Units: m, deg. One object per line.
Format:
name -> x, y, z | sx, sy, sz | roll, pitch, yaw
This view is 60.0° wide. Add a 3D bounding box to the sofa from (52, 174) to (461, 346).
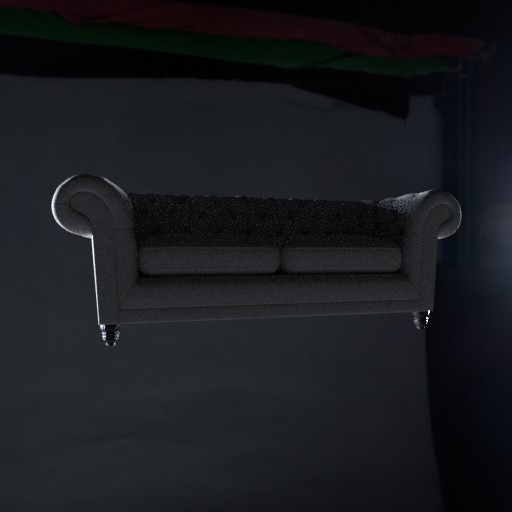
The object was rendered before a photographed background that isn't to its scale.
sofa -> 0.000, 0.000, 2.528 | 1.998, 0.764, 0.986 | 0, 0, -16
